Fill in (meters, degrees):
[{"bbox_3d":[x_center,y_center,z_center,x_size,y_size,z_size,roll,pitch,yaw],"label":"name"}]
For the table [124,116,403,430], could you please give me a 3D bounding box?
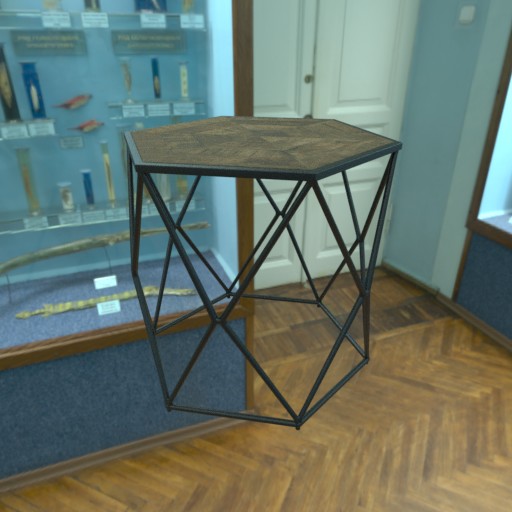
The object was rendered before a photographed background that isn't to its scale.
[{"bbox_3d":[0.000,0.000,1.061,0.579,0.564,0.578,-9,28,-17],"label":"table"}]
